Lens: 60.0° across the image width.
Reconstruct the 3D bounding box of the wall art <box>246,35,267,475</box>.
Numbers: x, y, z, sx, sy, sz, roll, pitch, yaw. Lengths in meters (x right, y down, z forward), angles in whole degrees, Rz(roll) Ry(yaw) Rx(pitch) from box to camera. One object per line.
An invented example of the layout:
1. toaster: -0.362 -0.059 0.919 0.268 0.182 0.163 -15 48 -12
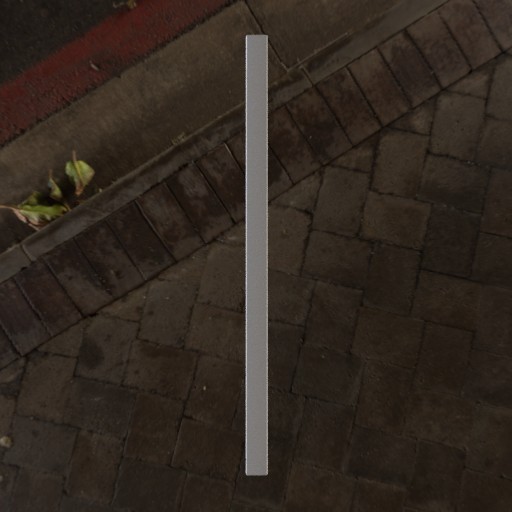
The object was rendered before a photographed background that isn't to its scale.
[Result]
1. wall art: 0.000 0.000 1.518 0.049 1.009 1.009 0 90 0
